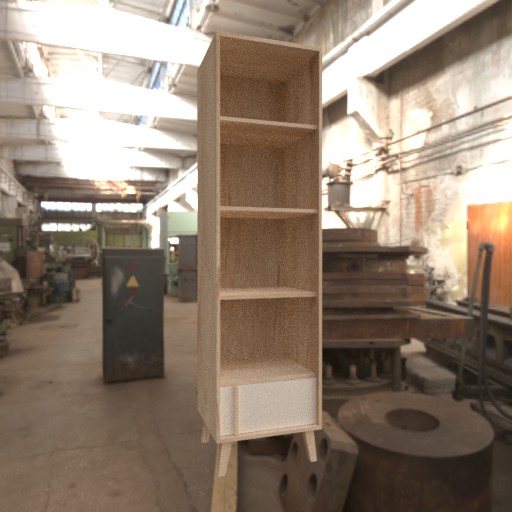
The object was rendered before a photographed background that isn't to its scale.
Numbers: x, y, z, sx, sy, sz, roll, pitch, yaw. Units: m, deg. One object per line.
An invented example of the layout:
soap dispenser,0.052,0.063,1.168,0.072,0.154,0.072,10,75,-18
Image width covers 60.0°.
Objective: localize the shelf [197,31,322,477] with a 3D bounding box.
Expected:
shelf,0.000,0.000,2.226,0.510,1.960,0.450,0,1,-18
